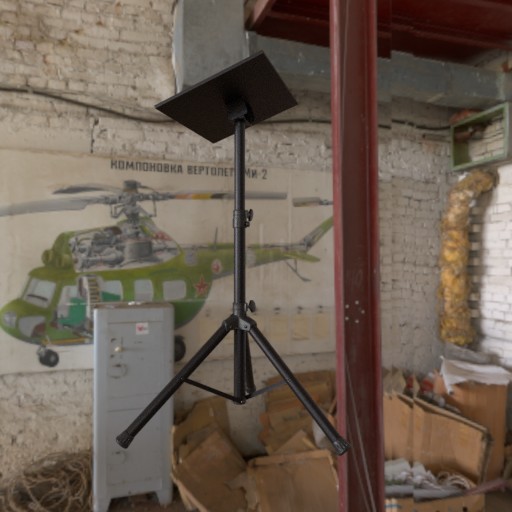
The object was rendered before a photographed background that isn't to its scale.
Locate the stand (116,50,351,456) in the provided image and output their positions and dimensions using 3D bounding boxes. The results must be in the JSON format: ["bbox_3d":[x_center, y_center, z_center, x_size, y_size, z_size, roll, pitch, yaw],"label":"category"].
[{"bbox_3d":[0.000,0.000,1.588,0.702,1.198,0.702,0,0,18],"label":"stand"}]
